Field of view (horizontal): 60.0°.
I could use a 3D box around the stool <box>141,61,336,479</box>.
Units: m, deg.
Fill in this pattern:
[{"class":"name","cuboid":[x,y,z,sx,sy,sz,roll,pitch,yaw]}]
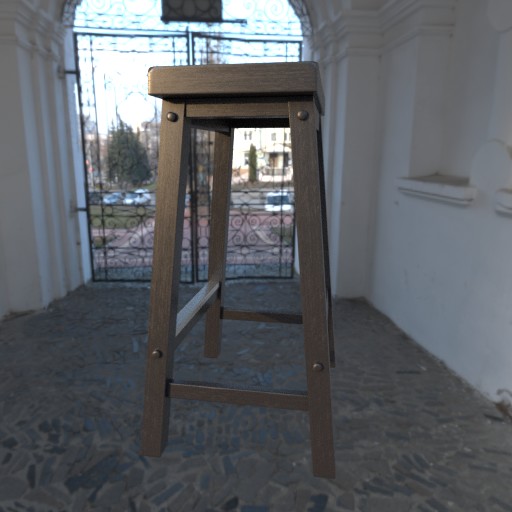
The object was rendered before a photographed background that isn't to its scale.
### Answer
[{"class":"stool","cuboid":[0.000,0.000,0.841,0.322,0.610,0.406,2,13,10]}]
